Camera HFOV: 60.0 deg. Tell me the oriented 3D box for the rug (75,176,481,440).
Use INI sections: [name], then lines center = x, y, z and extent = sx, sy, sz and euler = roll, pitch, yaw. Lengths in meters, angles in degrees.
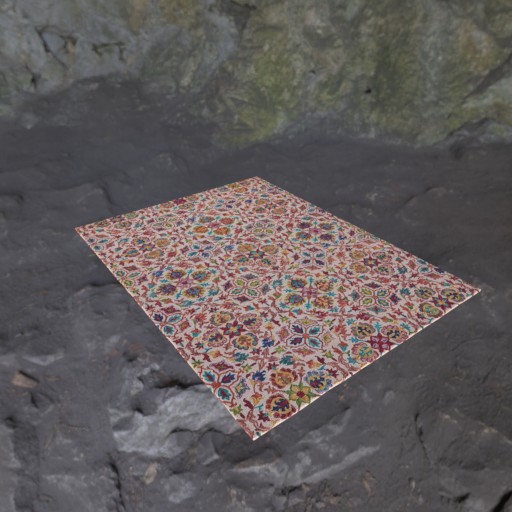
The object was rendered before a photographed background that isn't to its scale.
[rug]
center = 0.000, 0.000, 4.282
extent = 2.446, 0.020, 3.215
euler = -22, 38, -31
